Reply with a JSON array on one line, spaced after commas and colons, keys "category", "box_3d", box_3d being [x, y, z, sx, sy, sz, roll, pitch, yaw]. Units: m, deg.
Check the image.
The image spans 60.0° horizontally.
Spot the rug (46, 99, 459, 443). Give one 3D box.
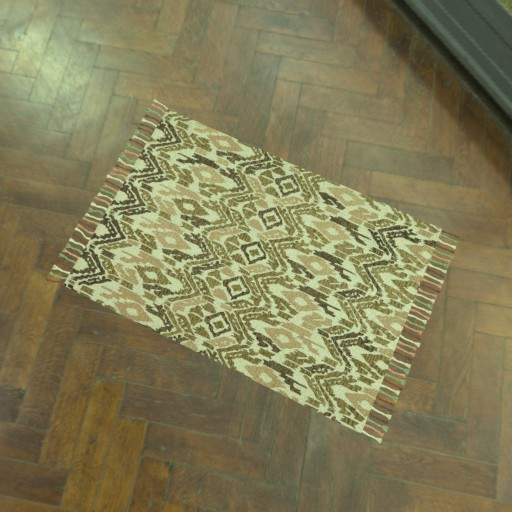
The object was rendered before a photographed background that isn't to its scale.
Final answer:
[{"category": "rug", "box_3d": [0.000, 0.000, 3.023, 2.438, 0.008, 1.524, 25, 77, 6]}]
